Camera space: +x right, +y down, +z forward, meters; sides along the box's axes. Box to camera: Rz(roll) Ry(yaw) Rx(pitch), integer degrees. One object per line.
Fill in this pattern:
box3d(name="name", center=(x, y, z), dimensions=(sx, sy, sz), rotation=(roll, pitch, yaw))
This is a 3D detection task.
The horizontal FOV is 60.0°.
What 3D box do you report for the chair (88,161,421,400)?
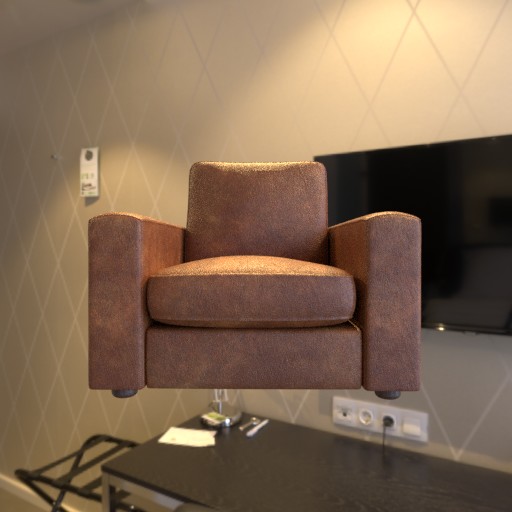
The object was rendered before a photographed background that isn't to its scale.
box3d(name="chair", center=(0.000, 0.000, 1.782), dimensions=(1.005, 0.873, 1.016), rotation=(0, 1, 1))
